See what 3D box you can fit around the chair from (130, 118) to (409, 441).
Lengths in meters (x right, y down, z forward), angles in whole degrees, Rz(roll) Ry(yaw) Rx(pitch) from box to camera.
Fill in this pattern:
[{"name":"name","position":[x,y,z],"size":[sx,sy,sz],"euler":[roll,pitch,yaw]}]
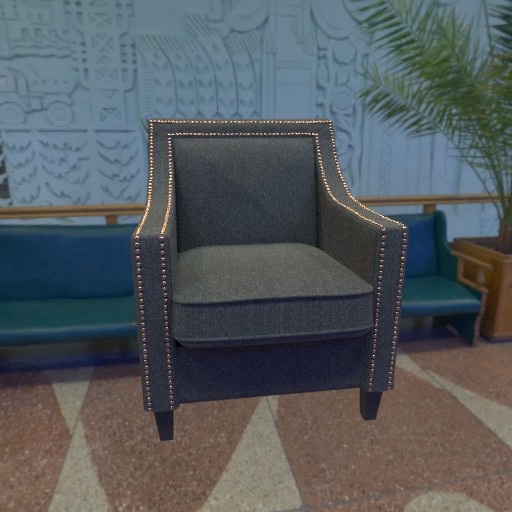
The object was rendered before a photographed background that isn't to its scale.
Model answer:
[{"name":"chair","position":[0.000,0.000,1.602],"size":[0.776,0.967,0.884],"euler":[-2,16,-8]}]
